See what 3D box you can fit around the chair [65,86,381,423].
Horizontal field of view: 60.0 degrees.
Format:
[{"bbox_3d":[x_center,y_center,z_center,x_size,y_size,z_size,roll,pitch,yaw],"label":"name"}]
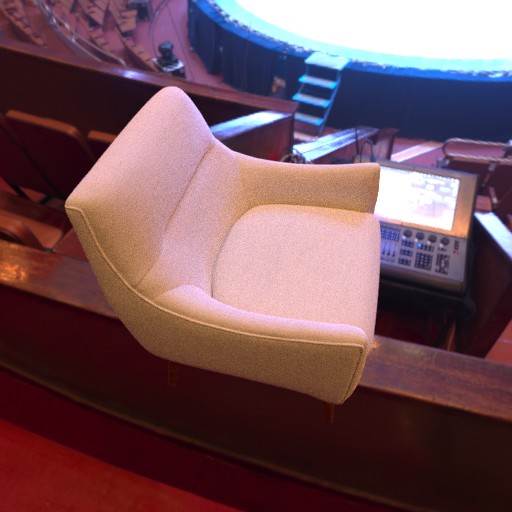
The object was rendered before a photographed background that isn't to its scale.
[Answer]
[{"bbox_3d":[0.000,0.000,1.431,0.787,0.838,0.762,10,48,9],"label":"chair"}]
